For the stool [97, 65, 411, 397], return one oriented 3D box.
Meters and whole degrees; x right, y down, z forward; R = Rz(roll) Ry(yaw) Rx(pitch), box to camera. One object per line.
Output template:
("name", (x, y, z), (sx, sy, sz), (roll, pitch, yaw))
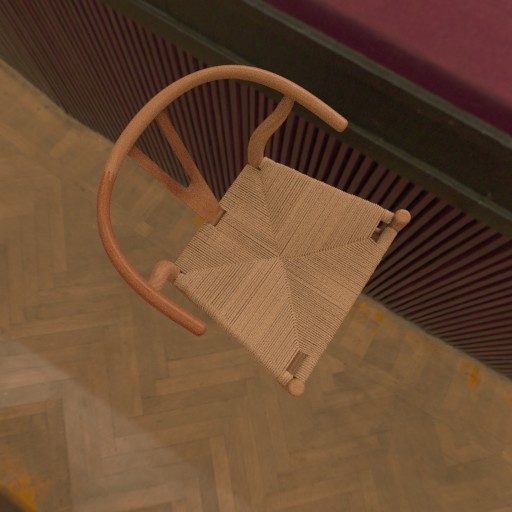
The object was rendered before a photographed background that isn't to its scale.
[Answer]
("stool", (0.000, 0.000, 1.255), (0.575, 0.923, 0.536), (33, 79, 8))
